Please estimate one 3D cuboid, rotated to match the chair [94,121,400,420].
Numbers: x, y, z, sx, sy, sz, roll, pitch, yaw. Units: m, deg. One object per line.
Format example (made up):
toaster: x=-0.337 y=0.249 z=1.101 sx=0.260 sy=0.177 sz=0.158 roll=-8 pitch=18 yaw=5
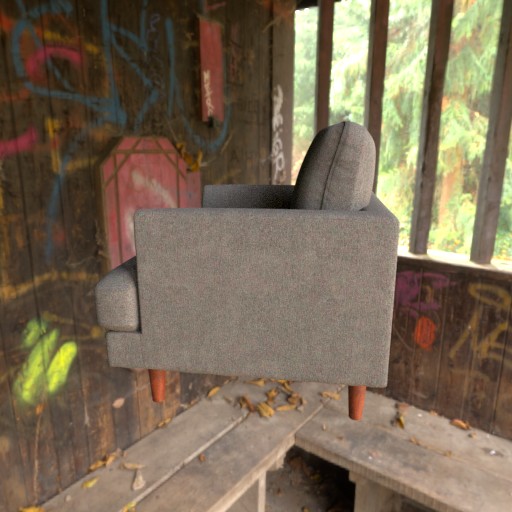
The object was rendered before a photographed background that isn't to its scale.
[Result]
chair: x=0.000 y=0.000 z=1.675 sx=0.899 sy=0.957 sz=0.858 roll=2 pitch=15 yaw=8
